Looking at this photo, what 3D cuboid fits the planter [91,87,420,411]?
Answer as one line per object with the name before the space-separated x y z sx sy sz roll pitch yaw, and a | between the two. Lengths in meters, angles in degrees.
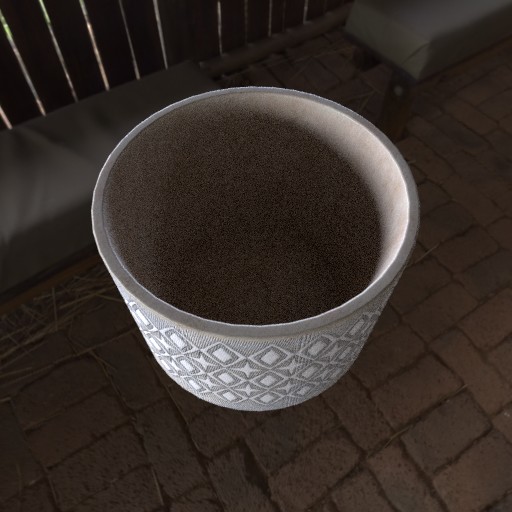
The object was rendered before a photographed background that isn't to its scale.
planter | 0.000 0.000 0.278 0.164 0.127 0.164 0 57 0
